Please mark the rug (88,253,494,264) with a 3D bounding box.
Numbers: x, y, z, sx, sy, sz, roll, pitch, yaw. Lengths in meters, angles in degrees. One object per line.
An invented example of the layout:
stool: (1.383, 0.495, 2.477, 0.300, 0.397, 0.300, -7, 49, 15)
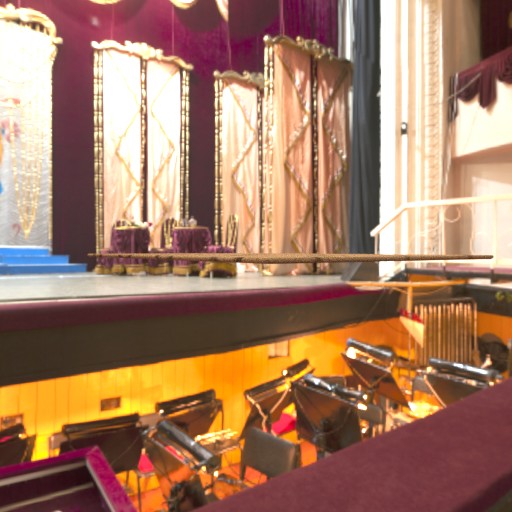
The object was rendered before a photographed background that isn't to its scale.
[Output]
rug: (0.000, 0.000, 3.388, 1.801, 0.026, 2.701, -1, 1, -35)
